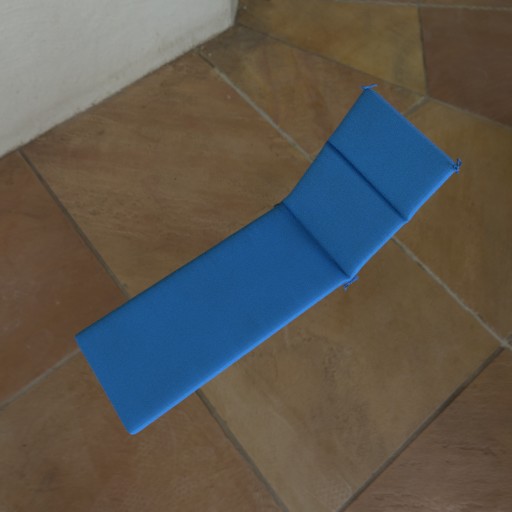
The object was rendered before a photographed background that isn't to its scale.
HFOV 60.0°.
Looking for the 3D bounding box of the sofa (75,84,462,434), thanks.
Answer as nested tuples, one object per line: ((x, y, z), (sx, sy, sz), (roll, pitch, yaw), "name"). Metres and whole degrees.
((0.000, 0.000, 1.884), (1.663, 0.622, 0.582), (-34, 70, -14), "sofa")
